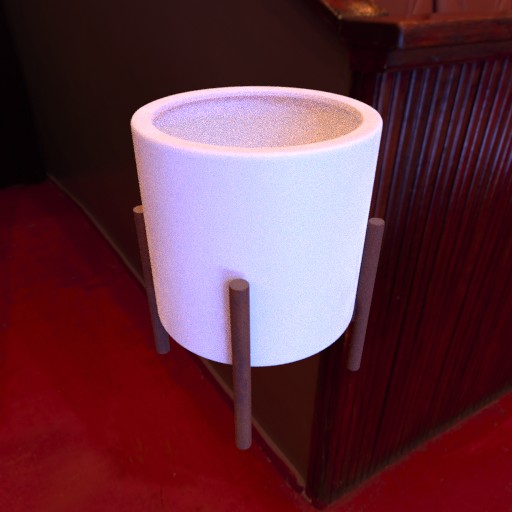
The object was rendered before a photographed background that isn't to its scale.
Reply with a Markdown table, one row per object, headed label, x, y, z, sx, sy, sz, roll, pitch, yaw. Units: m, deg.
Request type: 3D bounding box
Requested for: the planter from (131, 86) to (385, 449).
| label | x | y | z | sx | sy | sz | roll | pitch | yaw |
| --- | --- | --- | --- | --- | --- | --- | --- | --- | --- |
| planter | 0.000 | 0.000 | 0.911 | 0.421 | 0.581 | 0.420 | -21 | 38 | -29 |
